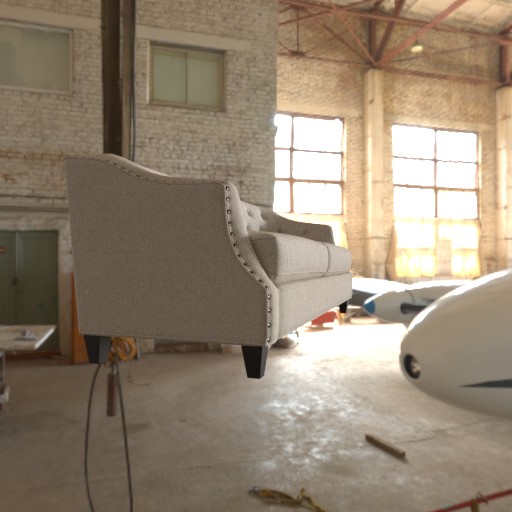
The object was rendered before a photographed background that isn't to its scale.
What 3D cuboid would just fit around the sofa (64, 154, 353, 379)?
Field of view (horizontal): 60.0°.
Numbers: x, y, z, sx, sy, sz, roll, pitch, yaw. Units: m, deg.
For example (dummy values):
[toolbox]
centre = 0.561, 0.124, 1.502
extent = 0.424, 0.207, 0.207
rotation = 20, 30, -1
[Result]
[sofa]
centre = 0.000, 0.000, 2.725
extent = 0.914, 0.901, 2.235
rotation = 0, -1, 20
